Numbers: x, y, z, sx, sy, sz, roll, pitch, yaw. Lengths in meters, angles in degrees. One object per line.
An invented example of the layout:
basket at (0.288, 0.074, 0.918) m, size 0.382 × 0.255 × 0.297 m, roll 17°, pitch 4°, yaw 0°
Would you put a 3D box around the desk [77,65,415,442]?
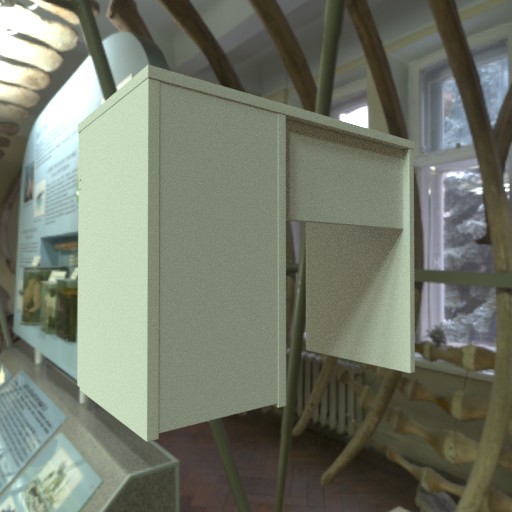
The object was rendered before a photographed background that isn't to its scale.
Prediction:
desk at (0.000, 0.000, 1.319) m, size 0.898 × 0.730 × 0.482 m, roll 1°, pitch -1°, yaw -38°
